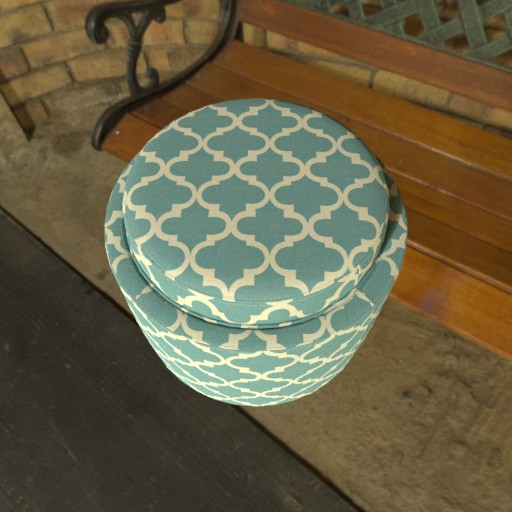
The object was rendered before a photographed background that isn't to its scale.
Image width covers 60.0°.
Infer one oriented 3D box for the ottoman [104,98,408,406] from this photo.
[{"bbox_3d":[0.000,0.000,0.819,0.480,0.429,0.480,0,58,0],"label":"ottoman"}]
